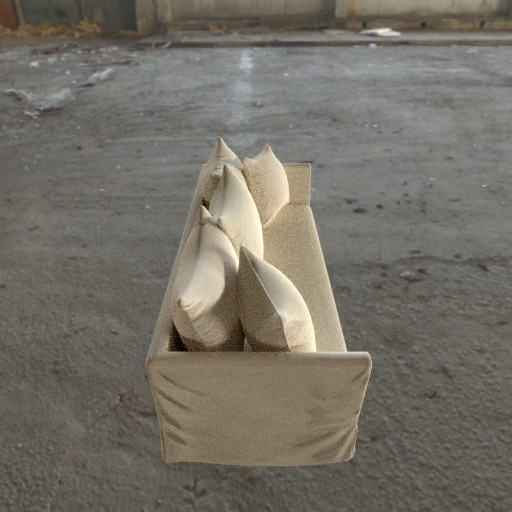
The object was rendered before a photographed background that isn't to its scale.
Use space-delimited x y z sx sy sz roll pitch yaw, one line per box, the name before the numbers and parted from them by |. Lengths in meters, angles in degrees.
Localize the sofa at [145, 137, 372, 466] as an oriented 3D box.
sofa | 0.000 0.000 3.051 1.030 1.042 2.484 0 32 0
